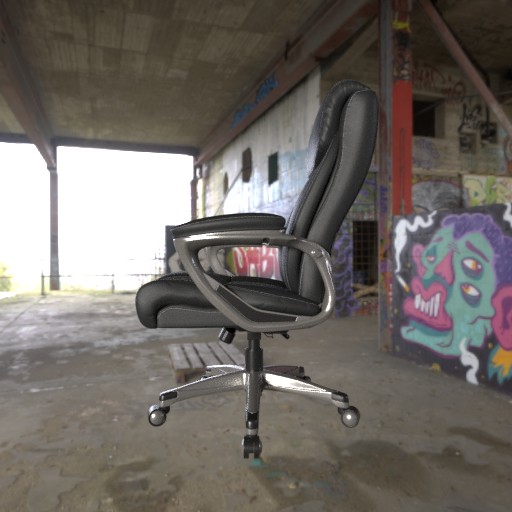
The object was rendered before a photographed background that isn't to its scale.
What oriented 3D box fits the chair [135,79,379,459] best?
[{"bbox_3d":[0.000,0.000,1.625,0.784,1.167,0.741,0,1,1],"label":"chair"}]
